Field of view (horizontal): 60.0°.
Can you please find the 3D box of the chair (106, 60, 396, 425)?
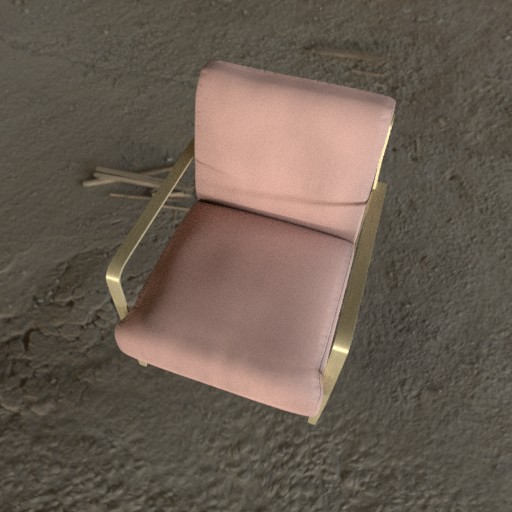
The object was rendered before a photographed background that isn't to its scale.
[{"bbox_3d":[0.000,0.000,1.482,0.701,0.823,0.848,16,59,10],"label":"chair"}]
